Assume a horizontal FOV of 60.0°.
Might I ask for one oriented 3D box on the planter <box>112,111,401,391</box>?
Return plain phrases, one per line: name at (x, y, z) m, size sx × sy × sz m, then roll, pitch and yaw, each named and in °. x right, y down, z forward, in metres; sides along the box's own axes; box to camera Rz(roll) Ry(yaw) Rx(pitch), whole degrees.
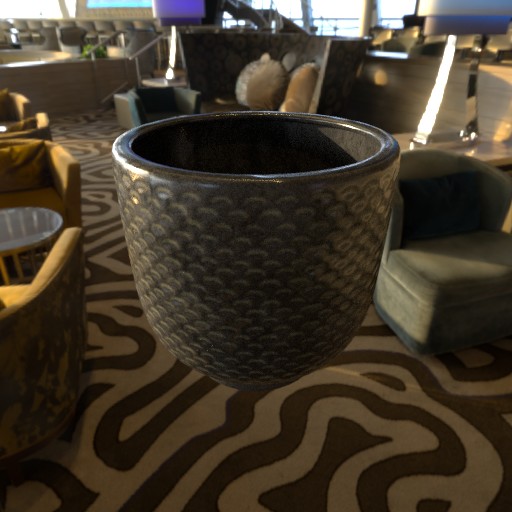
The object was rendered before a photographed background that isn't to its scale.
planter at (0.000, 0.000, 0.354) m, size 0.197 × 0.191 × 0.197 m, roll 0°, pitch 28°, yaw 0°
